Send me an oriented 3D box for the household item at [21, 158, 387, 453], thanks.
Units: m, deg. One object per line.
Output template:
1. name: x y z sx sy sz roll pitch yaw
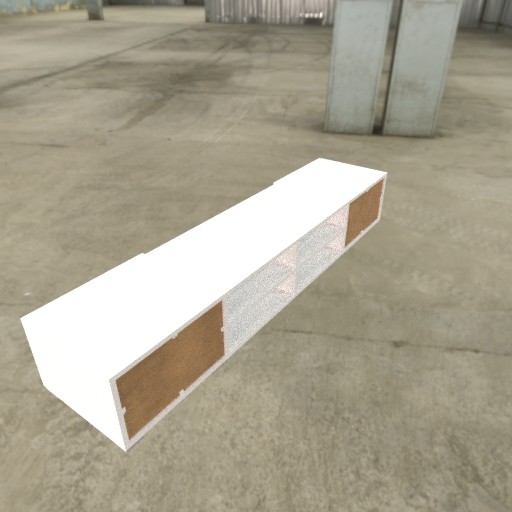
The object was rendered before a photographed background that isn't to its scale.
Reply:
1. household item: 0.000 0.000 1.956 0.420 0.310 1.850 21 37 30
